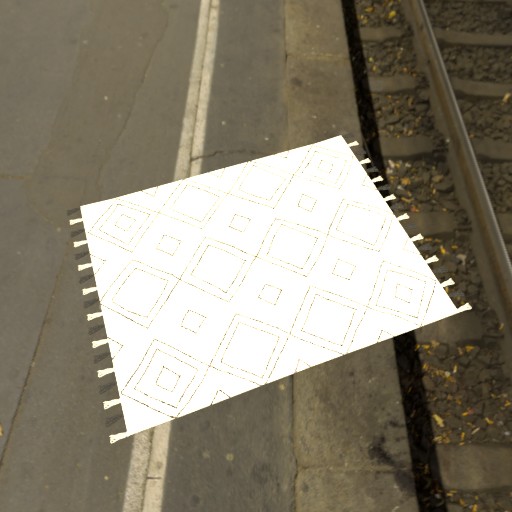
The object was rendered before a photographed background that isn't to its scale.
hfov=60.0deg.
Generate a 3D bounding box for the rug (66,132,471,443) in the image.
[{"bbox_3d":[0.000,0.000,4.187,3.221,0.026,2.342,-18,60,-11],"label":"rug"}]
